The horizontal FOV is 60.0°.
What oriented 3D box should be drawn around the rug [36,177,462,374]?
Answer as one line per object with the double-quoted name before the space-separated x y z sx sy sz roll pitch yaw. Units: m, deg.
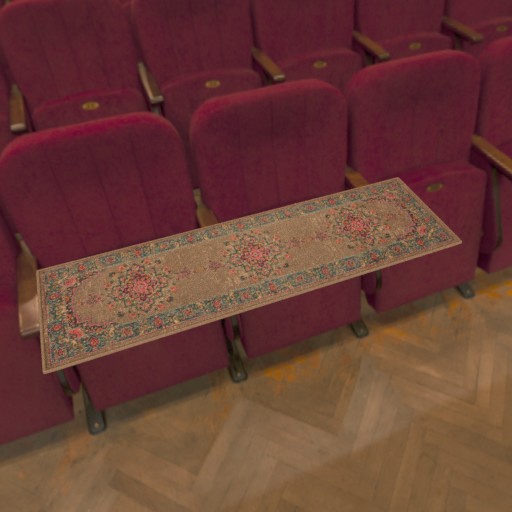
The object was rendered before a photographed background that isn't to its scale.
"rug" 0.000 0.000 2.470 2.297 0.019 0.659 -16 49 -14
